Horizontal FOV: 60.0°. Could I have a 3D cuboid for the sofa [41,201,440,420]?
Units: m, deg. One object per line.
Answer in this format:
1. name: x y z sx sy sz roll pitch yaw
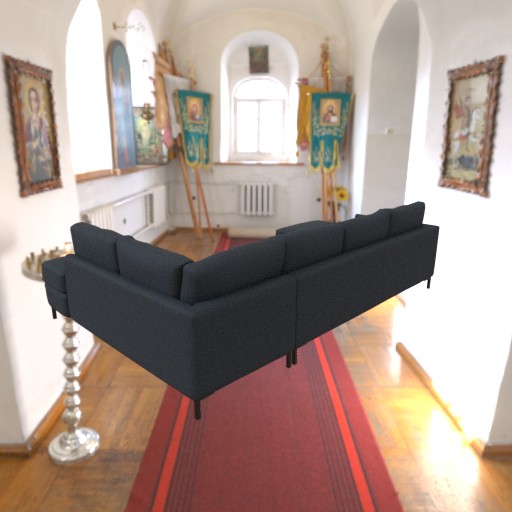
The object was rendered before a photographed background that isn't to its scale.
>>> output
1. sofa: 0.000 0.000 3.891 1.984 0.858 2.975 15 22 42
